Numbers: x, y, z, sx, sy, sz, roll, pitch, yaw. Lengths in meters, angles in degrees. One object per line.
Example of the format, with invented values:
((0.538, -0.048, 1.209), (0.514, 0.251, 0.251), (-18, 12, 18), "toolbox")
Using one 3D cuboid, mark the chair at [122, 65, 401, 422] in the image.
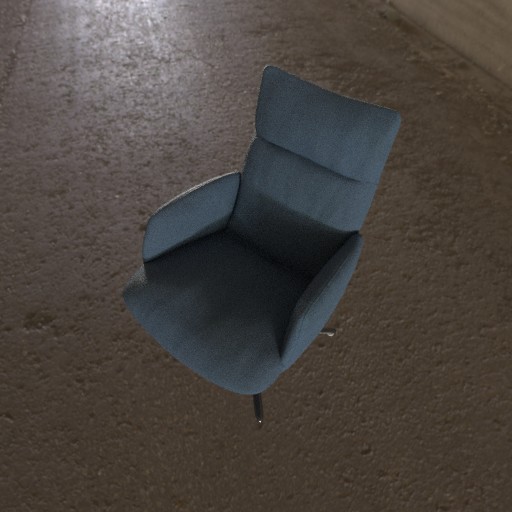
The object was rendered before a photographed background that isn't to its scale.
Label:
((0.000, 0.000, 1.635), (0.711, 1.016, 0.889), (31, 55, 26), "chair")
